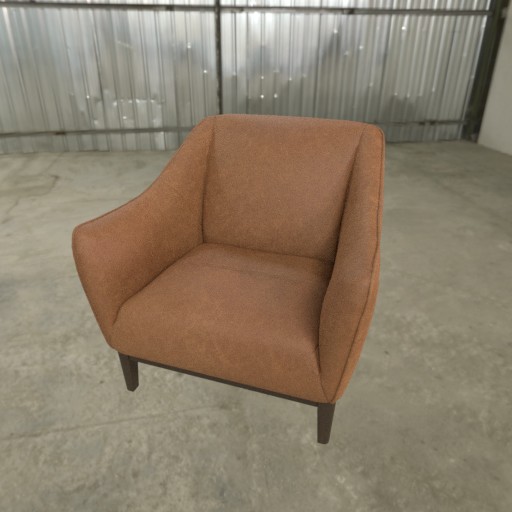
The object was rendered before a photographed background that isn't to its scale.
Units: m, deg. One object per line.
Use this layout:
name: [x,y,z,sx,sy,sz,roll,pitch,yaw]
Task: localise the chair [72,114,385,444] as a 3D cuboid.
chair: [0.000,0.000,1.564,0.871,0.830,0.852,9,28,17]
